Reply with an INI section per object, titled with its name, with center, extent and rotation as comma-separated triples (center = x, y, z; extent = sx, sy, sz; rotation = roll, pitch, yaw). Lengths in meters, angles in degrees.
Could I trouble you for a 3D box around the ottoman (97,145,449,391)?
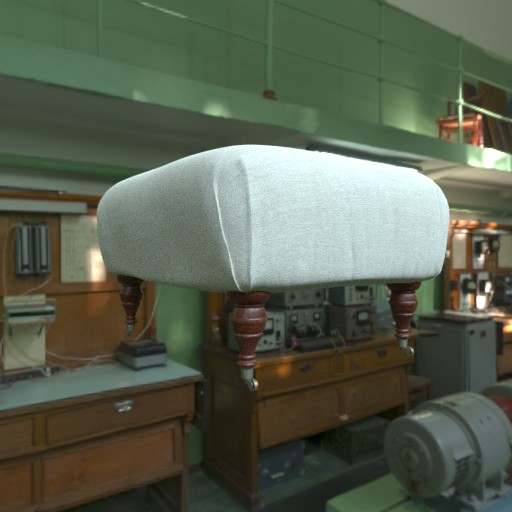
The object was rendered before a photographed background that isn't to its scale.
[ottoman]
center = 0.000, 0.000, 1.129
extent = 0.622, 0.450, 0.747
rotation = 0, 1, -36
